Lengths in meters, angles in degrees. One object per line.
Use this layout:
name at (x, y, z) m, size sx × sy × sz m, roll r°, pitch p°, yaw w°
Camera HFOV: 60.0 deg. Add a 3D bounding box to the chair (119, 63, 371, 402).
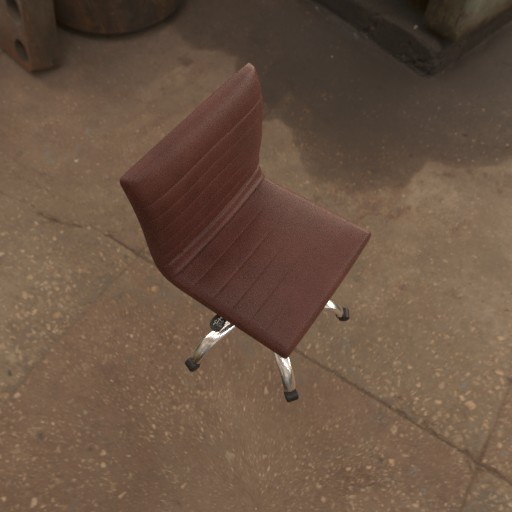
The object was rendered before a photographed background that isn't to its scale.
chair at (0.000, 0.000, 1.137) m, size 0.530 × 0.780 × 0.556 m, roll 32°, pitch 65°, yaw 17°
